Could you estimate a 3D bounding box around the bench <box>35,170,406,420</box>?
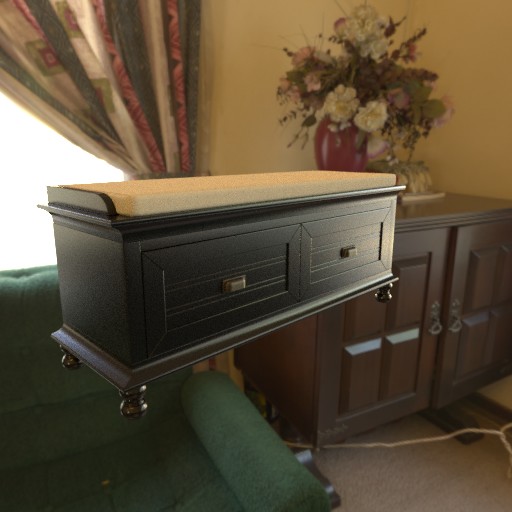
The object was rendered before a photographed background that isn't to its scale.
[{"bbox_3d":[0.000,0.000,1.442,1.185,0.501,0.402,-13,19,-43],"label":"bench"}]
